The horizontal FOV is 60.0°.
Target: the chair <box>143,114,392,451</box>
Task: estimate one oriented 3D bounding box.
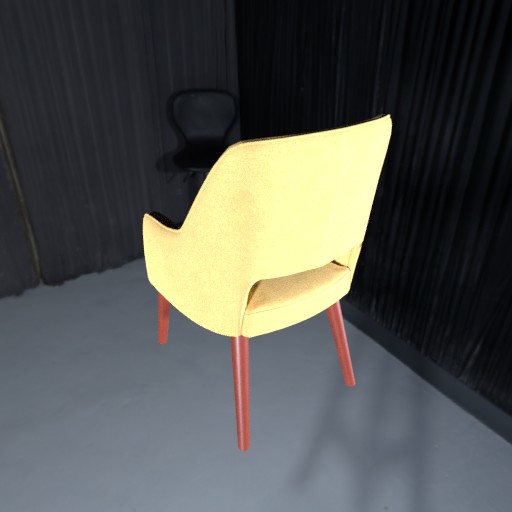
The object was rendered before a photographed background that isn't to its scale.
[{"bbox_3d":[0.000,0.000,1.268,0.548,0.849,0.605,-19,36,-29],"label":"chair"}]
